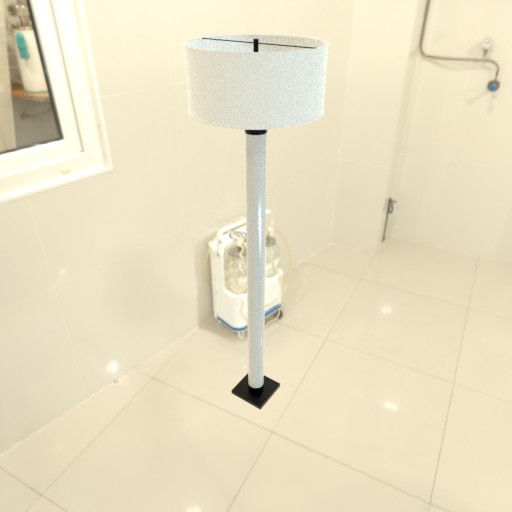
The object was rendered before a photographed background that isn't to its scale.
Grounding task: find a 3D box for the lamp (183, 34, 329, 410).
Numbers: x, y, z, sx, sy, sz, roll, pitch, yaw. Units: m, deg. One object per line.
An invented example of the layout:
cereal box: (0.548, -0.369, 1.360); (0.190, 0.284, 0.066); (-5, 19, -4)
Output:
lamp: (0.000, 0.000, 1.666); (0.420, 1.475, 0.420); (20, 37, 29)
